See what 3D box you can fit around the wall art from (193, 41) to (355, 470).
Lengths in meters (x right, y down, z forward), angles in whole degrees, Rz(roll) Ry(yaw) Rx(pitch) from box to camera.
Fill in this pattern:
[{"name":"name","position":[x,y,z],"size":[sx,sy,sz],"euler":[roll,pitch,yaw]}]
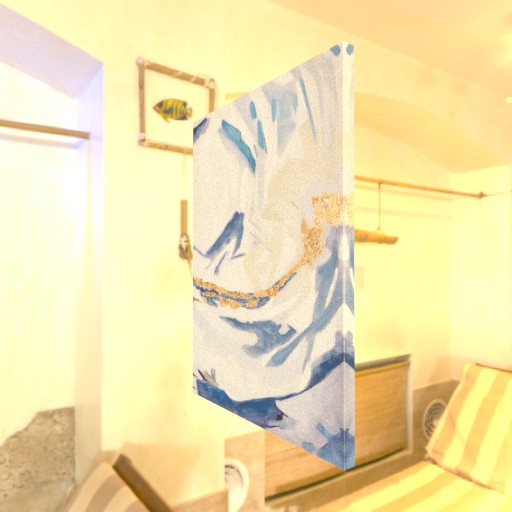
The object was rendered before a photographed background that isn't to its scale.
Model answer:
[{"name":"wall art","position":[0.000,0.000,1.363],"size":[0.038,1.015,0.761],"euler":[0,-1,-36]}]
